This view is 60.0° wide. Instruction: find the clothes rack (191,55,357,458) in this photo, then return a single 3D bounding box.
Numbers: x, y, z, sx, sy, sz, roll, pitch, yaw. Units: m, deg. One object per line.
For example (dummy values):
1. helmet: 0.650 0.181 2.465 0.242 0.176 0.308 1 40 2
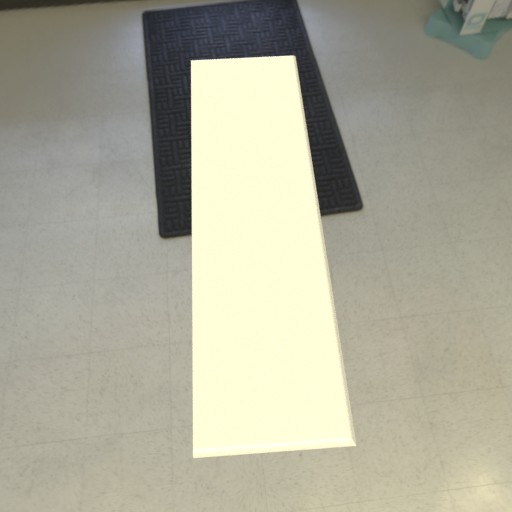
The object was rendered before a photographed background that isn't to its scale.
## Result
1. clothes rack: 0.000 0.000 1.351 0.324 0.531 1.120 -4 63 -2
